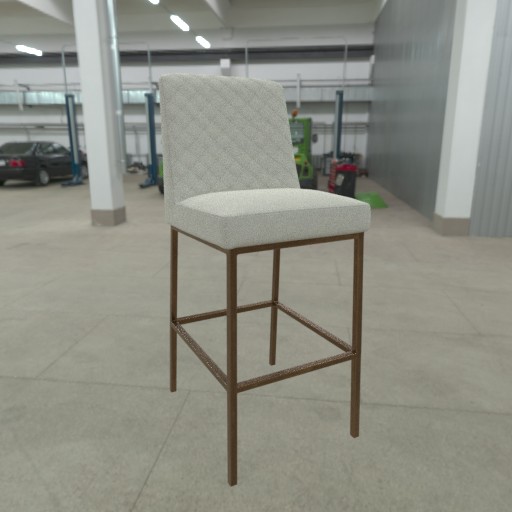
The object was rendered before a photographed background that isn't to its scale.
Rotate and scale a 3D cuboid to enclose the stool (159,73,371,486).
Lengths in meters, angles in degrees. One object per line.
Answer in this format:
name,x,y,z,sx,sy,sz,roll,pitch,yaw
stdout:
stool,0.000,0.000,1.358,0.462,1.084,0.546,-8,17,-27
